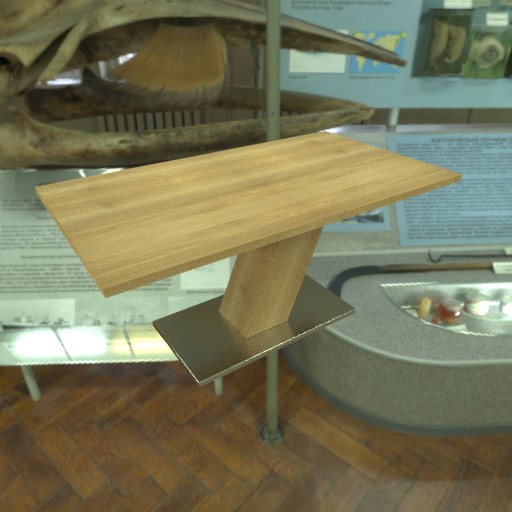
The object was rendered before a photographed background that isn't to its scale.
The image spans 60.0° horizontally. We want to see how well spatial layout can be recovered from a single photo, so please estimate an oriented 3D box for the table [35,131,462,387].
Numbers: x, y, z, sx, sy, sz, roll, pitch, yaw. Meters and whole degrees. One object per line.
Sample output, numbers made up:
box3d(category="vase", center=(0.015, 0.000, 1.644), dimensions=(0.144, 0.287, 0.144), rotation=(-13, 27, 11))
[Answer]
box3d(category="table", center=(0.000, 0.000, 2.087), dimensions=(1.600, 0.750, 0.900), rotation=(-19, 35, -29))
